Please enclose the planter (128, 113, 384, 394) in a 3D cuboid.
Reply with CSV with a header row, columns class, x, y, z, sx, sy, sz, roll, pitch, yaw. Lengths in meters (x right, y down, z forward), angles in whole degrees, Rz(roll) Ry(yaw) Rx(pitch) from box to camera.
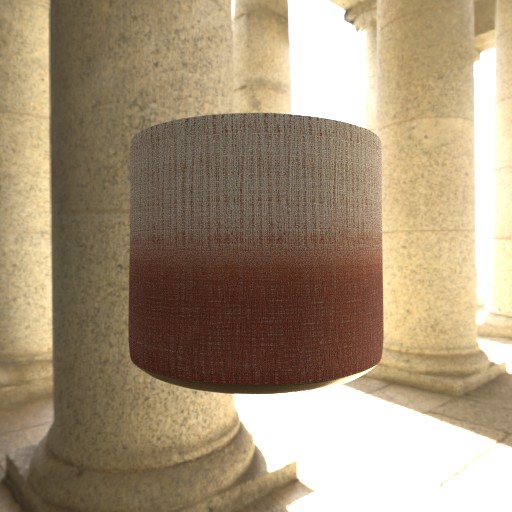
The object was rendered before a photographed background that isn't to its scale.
class,x,y,z,sx,sy,sz,roll,pitch,yaw
planter,0.000,0.000,0.458,0.254,0.221,0.254,0,1,0
